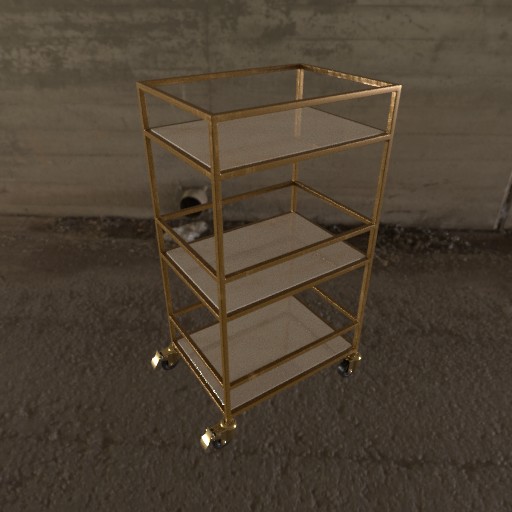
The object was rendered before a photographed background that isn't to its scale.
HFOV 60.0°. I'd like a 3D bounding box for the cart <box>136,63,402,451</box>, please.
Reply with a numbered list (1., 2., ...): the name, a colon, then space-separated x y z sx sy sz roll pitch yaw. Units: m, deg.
1. cart: 0.000 0.000 1.035 0.483 0.761 0.332 -19 37 -28
